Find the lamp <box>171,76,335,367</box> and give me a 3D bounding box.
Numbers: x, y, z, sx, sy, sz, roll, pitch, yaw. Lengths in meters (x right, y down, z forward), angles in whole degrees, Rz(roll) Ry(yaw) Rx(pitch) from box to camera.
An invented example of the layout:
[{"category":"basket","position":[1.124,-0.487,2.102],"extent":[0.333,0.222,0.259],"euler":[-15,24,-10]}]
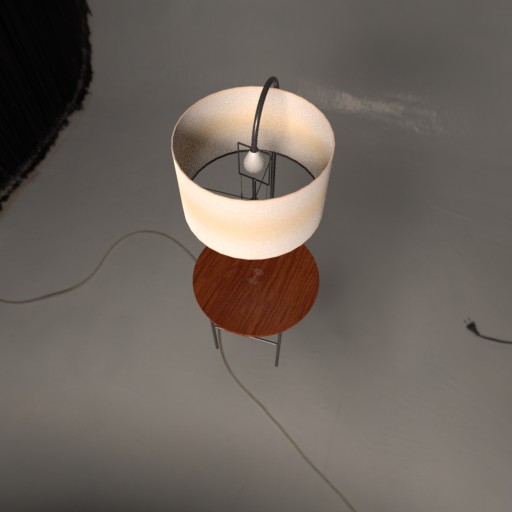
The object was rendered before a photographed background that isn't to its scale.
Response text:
[{"category":"lamp","position":[0.000,0.000,1.859],"extent":[0.573,1.517,0.573],"euler":[0,58,0]}]
